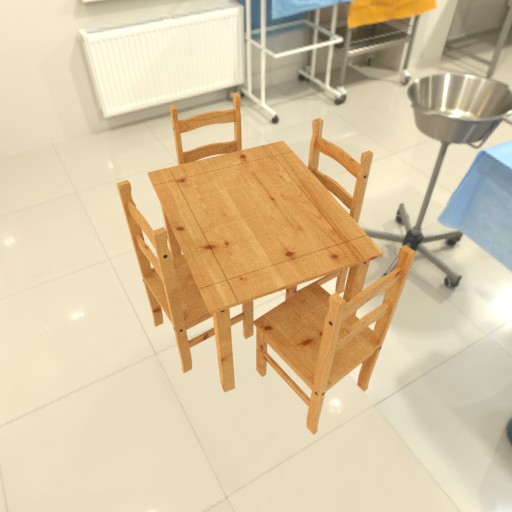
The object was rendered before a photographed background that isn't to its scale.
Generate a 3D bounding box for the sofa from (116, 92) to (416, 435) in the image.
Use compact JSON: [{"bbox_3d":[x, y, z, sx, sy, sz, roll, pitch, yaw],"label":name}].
[{"bbox_3d":[0.000,0.000,2.267,1.144,1.000,1.529,-17,48,-16],"label":"sofa"}]
